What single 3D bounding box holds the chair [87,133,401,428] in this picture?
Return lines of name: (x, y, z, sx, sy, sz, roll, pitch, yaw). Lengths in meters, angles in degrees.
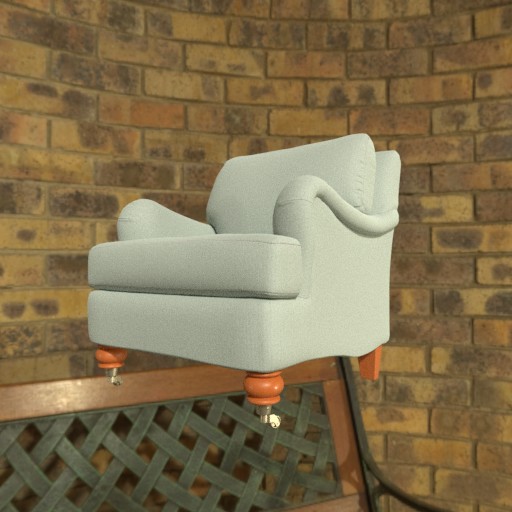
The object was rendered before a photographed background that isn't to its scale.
chair: (0.000, 0.000, 1.868, 0.955, 1.038, 1.070, -1, -2, 37)
